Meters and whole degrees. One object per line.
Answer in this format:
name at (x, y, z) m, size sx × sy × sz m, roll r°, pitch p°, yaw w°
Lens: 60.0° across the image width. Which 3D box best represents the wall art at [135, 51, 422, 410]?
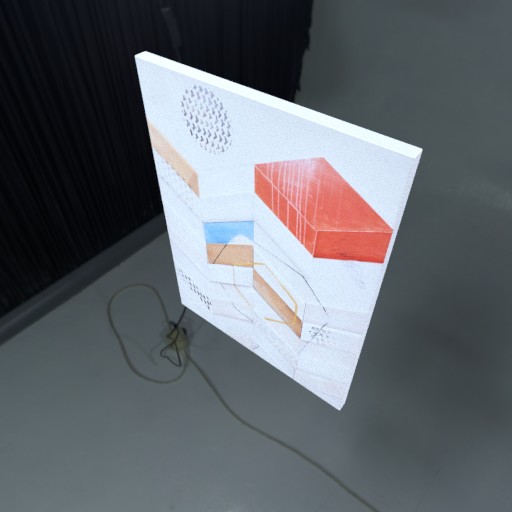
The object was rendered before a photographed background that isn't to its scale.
wall art at (0.000, 0.000, 1.611) m, size 0.914 × 1.221 × 0.046 m, roll 29°, pitch 52°, yaw 26°
